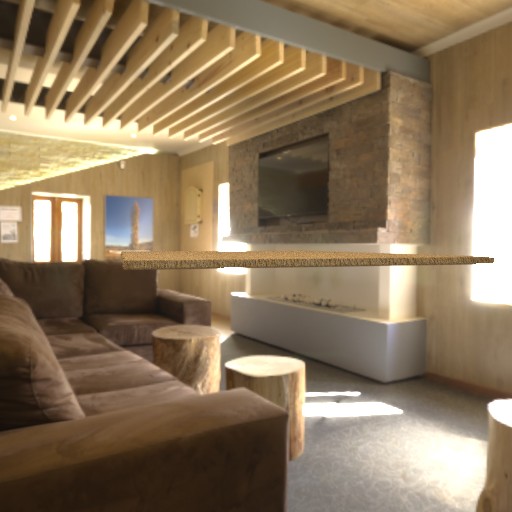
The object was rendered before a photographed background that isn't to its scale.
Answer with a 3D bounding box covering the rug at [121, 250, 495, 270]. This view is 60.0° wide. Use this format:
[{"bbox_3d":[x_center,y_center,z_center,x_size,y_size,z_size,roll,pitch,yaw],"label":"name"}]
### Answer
[{"bbox_3d":[0.000,0.000,2.067,1.199,0.025,1.600,0,2,-17],"label":"rug"}]
